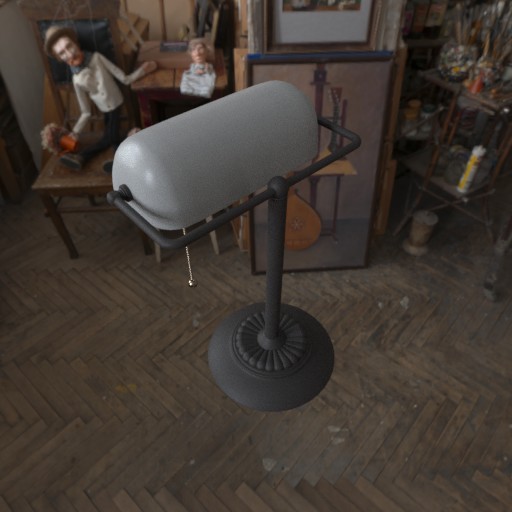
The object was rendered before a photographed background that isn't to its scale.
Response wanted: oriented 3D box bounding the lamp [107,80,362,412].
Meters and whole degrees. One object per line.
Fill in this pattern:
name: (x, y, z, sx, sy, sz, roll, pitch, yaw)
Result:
lamp: (0.000, 0.000, 0.527, 0.264, 0.339, 0.243, -33, 54, -28)
